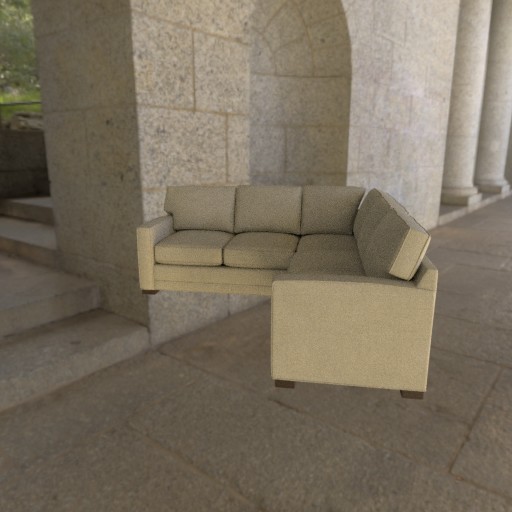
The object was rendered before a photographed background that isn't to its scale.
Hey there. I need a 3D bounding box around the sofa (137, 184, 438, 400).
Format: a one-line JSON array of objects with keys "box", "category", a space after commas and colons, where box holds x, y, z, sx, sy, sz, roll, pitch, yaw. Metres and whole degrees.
[{"box": [0.000, 0.000, 3.410, 2.188, 0.936, 2.211, 2, 14, 9], "category": "sofa"}]
